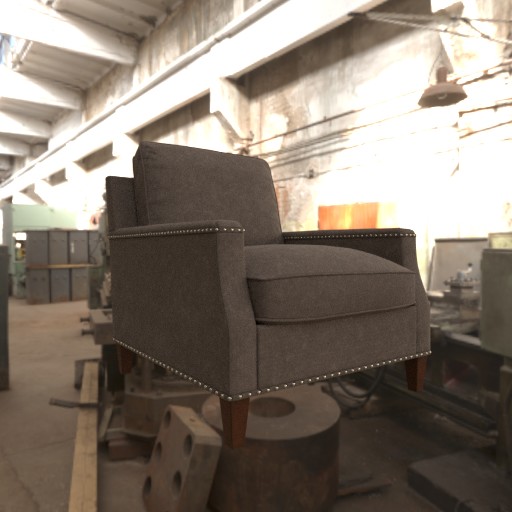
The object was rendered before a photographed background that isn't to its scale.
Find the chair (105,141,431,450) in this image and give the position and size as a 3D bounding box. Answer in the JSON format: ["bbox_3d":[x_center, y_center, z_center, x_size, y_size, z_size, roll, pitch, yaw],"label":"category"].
[{"bbox_3d":[0.000,0.000,1.702,0.853,0.948,1.014,-1,1,-36],"label":"chair"}]
